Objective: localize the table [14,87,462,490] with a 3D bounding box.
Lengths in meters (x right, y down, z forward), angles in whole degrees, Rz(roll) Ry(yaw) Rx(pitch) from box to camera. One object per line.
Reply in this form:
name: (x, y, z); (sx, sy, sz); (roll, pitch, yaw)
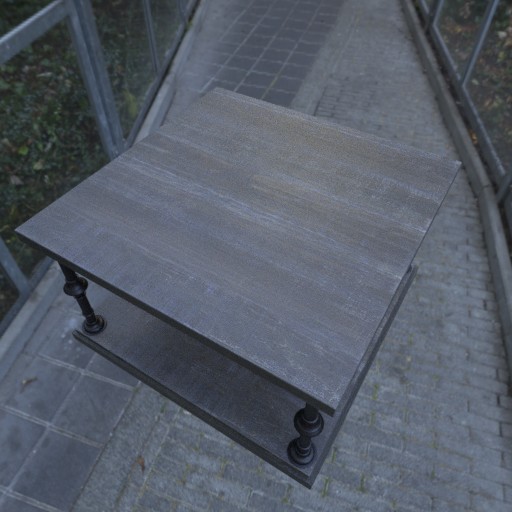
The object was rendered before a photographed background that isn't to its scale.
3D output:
table: (0.000, 0.000, 1.101); (0.696, 0.400, 0.696); (24, 52, 21)
